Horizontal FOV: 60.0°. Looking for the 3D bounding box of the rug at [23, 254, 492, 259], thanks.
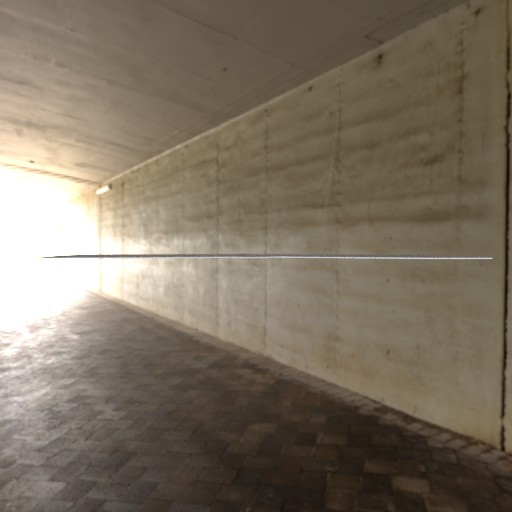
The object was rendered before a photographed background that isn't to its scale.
[{"bbox_3d":[0.000,0.000,2.601,2.390,0.014,0.741,0,1,1],"label":"rug"}]
